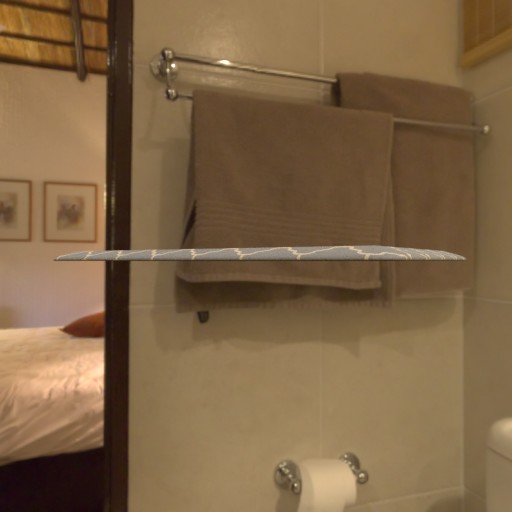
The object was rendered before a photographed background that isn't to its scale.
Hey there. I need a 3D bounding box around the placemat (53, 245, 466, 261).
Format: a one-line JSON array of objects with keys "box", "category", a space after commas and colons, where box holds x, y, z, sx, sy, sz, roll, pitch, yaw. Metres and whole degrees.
[{"box": [0.000, 0.000, 0.959, 0.762, 0.021, 0.508, 0, -1, 35], "category": "placemat"}]
